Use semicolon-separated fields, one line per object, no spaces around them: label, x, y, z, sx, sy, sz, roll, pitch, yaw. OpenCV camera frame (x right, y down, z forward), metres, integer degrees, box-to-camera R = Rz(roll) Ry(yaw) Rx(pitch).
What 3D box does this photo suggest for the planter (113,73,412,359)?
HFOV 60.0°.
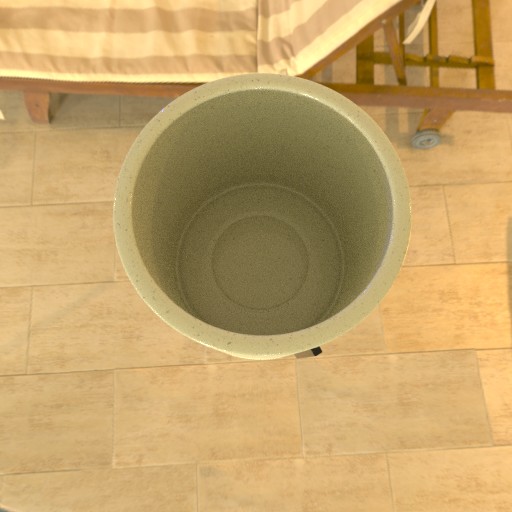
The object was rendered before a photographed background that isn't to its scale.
planter;0.000;0.000;0.336;0.159;0.230;0.152;3;76;1
